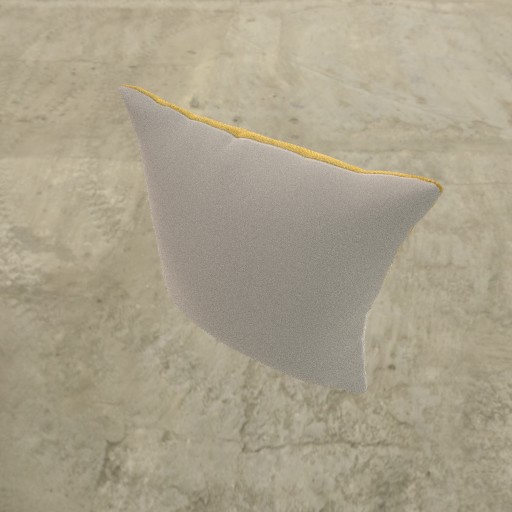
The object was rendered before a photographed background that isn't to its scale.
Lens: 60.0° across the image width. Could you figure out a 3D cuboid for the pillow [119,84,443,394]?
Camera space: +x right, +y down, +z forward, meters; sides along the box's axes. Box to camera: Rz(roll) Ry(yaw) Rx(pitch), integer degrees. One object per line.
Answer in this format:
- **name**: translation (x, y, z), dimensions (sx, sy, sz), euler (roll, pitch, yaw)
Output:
- **pillow**: translation (0.000, 0.000, 0.694), dimensions (0.450, 0.450, 0.211), euler (24, 51, 21)
